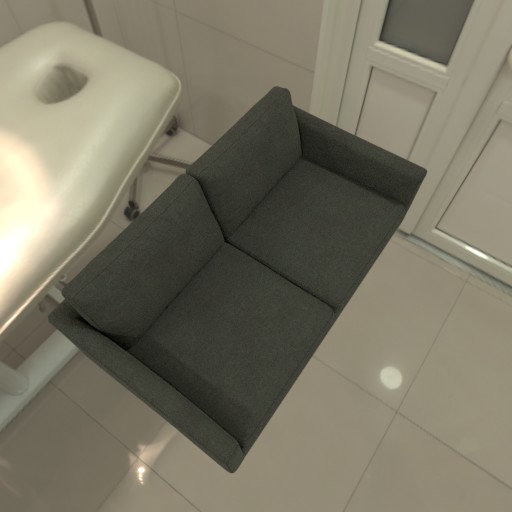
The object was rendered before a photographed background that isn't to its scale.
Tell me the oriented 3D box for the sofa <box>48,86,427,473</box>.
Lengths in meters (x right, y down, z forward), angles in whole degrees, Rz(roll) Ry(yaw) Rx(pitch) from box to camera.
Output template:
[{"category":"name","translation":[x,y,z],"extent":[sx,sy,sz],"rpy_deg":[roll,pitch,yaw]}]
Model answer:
[{"category":"sofa","translation":[0.000,0.000,2.488],"extent":[1.091,0.845,1.909],"rpy_deg":[32,64,17]}]
